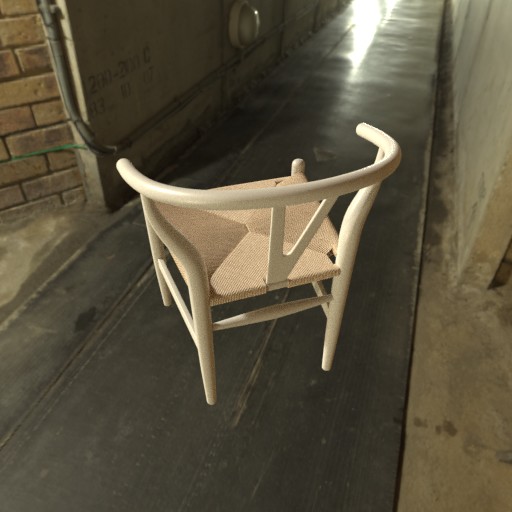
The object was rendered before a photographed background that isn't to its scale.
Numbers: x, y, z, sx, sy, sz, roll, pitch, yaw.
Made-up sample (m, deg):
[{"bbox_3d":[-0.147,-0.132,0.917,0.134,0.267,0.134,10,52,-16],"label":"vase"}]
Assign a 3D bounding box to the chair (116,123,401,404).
[{"bbox_3d":[0.000,0.000,1.119,0.569,0.730,0.579,-12,42,-14],"label":"chair"}]
